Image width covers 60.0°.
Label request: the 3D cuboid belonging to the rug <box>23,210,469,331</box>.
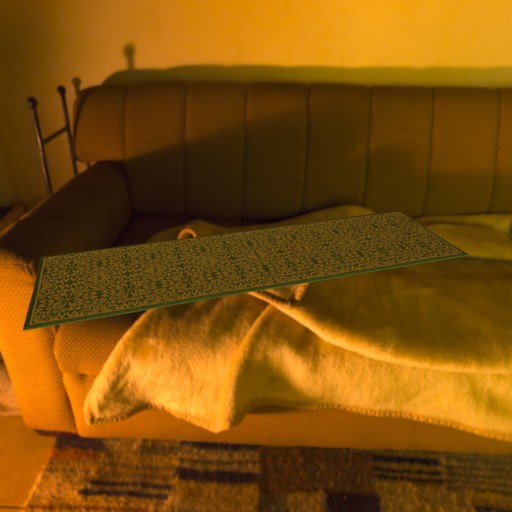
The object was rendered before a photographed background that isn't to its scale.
[{"bbox_3d":[0.000,0.000,2.370,2.196,0.011,0.662,-8,29,-15],"label":"rug"}]
